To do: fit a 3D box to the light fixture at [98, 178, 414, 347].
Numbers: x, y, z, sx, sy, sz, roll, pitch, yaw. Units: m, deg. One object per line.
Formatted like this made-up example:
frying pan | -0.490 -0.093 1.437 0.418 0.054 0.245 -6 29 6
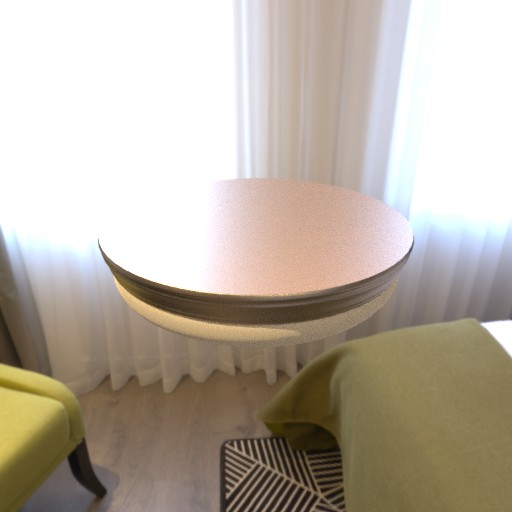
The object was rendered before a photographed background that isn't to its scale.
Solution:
light fixture | 0.000 0.000 0.561 0.368 0.100 0.368 0 25 0
